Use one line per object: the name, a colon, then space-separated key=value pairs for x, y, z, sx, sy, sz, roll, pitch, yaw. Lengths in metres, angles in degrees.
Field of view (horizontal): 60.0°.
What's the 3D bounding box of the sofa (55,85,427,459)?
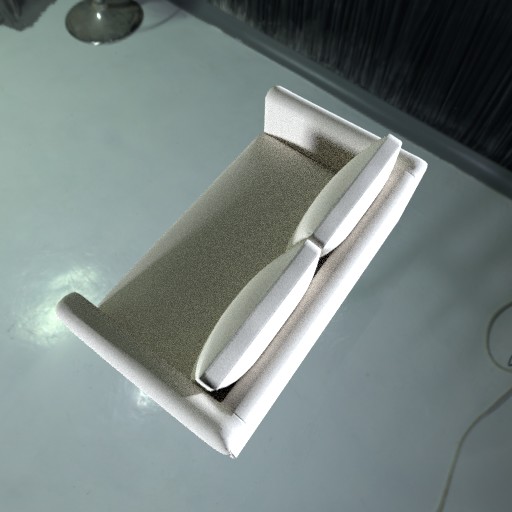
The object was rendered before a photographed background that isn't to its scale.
sofa: x=0.000 y=0.000 z=2.162 sx=0.905 sy=0.873 sz=1.598 roll=33 pitch=68 yaw=16
